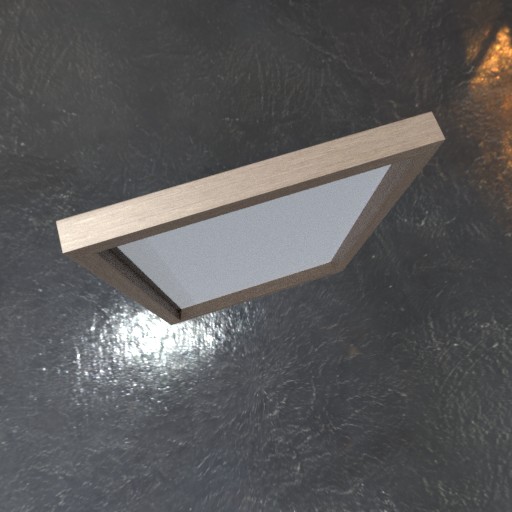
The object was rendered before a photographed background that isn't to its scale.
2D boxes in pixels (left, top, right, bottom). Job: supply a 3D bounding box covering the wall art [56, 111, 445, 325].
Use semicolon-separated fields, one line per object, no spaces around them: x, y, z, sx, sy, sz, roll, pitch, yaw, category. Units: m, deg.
0.000;0.000;0.643;0.358;0.510;0.032;-17;75;-5;wall art
